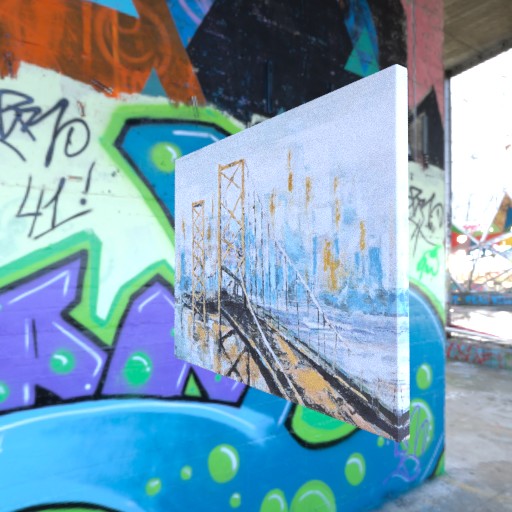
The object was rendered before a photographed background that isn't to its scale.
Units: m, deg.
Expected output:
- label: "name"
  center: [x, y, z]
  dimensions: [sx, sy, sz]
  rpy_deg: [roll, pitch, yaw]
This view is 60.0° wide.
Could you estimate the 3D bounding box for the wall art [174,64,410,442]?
- label: "wall art"
  center: [0.000, 0.000, 1.308]
  dimensions: [0.038, 0.762, 1.016]
  rpy_deg: [1, -1, -36]
